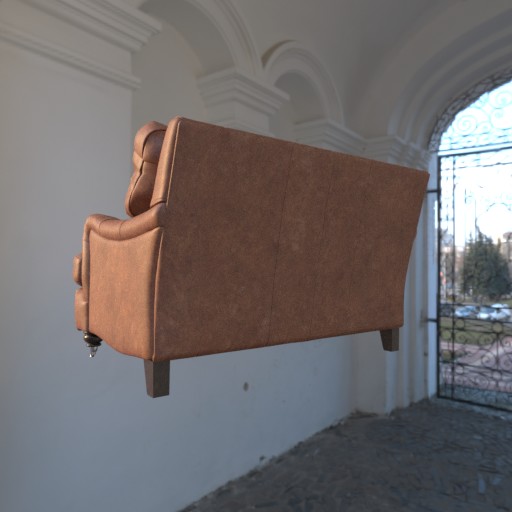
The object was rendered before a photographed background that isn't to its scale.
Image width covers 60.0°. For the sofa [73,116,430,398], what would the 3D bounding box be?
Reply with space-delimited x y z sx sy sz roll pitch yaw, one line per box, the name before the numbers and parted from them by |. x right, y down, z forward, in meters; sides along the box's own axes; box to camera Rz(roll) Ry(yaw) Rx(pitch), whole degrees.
sofa | 0.000 0.000 2.224 1.527 1.004 1.077 1 -1 -37
